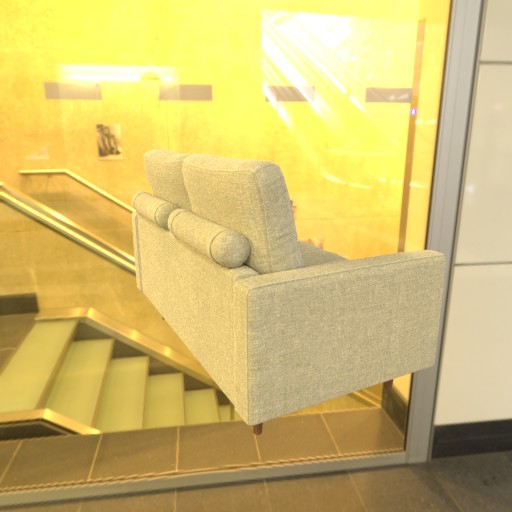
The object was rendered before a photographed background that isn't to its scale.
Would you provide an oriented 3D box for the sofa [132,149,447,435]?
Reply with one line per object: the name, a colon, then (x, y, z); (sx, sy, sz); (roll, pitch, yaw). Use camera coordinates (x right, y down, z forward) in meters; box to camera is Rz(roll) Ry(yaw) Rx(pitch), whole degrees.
sofa: (0.000, 0.000, 1.985); (0.842, 0.907, 1.407); (-8, 17, -27)
